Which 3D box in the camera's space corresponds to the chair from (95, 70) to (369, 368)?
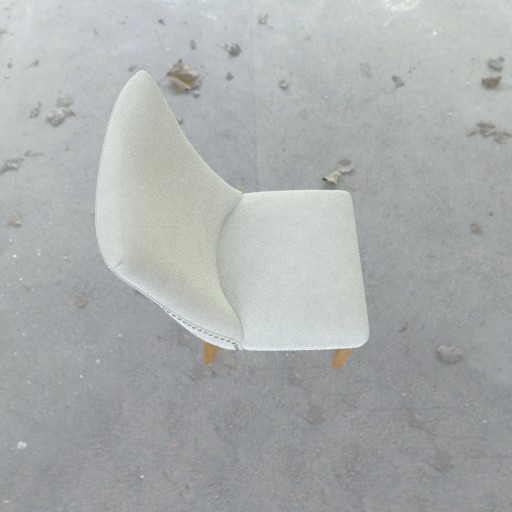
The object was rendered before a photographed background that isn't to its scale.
[{"bbox_3d":[0.000,0.000,1.251,0.610,0.902,0.495,-1,64,0],"label":"chair"}]
